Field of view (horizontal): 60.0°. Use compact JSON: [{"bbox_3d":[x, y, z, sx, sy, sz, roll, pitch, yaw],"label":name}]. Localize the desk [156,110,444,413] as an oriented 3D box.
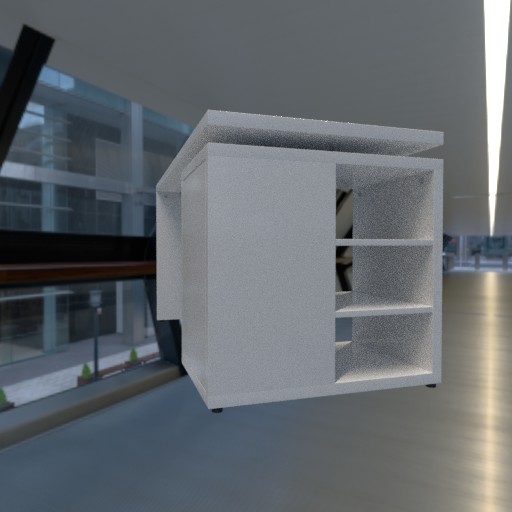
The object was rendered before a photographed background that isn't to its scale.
[{"bbox_3d":[0.000,0.000,1.848,0.690,0.740,1.400,0,1,-18],"label":"desk"}]
